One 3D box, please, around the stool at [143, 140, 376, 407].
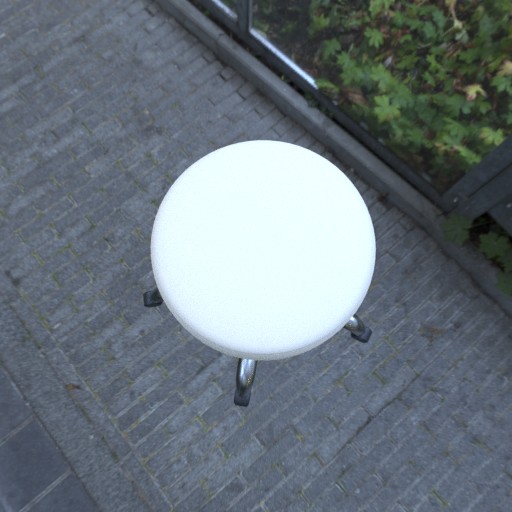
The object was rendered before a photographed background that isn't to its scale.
[{"bbox_3d":[0.000,0.000,1.040,0.634,0.482,0.614,-26,77,-6],"label":"stool"}]
